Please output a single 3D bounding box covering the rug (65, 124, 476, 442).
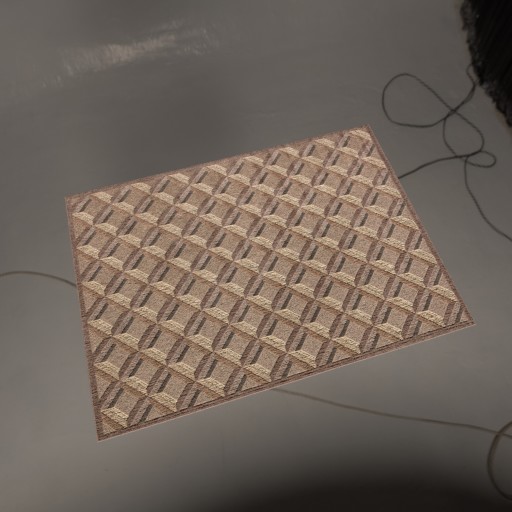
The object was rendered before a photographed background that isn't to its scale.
[{"bbox_3d":[0.000,0.000,4.150,3.294,0.018,2.382,-15,65,-7],"label":"rug"}]
